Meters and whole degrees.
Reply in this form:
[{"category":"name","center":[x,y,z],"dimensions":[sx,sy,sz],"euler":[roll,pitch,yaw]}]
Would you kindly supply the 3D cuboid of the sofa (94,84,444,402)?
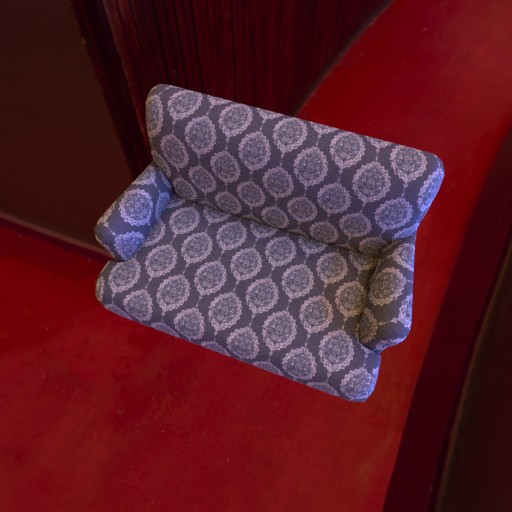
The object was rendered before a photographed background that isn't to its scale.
[{"category":"sofa","center":[0.000,0.000,1.862],"dimensions":[1.297,0.867,0.779],"euler":[18,61,11]}]
